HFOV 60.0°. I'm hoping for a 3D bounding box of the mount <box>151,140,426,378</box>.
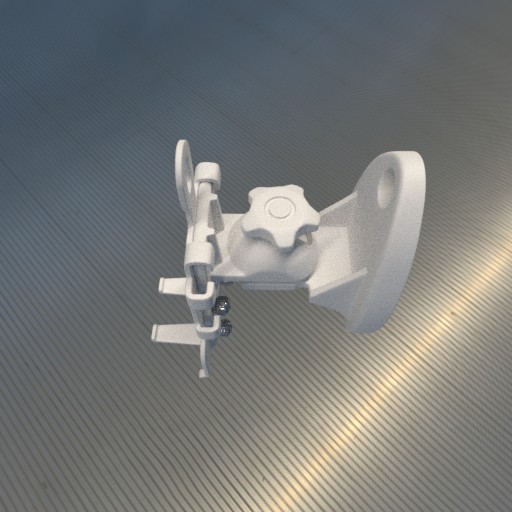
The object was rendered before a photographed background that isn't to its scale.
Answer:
[{"bbox_3d":[0.000,0.000,0.178,0.100,0.118,0.066,1,59,1],"label":"mount"}]
